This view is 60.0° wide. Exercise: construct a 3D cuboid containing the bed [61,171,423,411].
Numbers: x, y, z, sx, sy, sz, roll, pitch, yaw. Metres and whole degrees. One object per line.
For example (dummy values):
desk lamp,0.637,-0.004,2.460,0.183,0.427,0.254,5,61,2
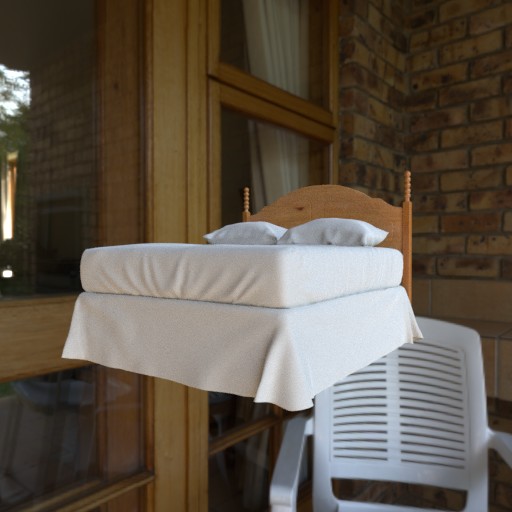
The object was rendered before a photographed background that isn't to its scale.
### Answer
bed,0.000,0.000,3.205,1.873,1.356,2.040,0,1,35
